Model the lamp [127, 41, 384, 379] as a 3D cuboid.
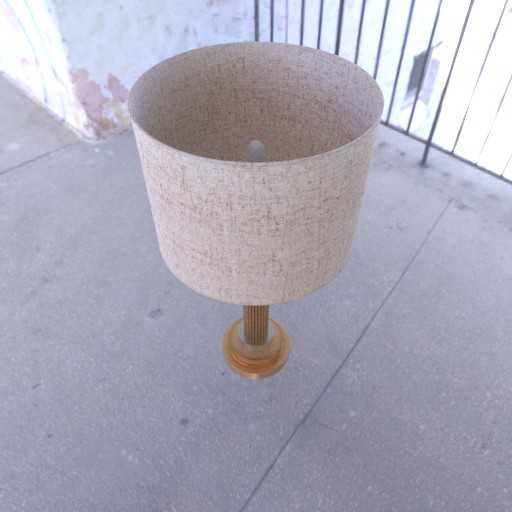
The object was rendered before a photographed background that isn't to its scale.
[{"bbox_3d":[0.000,0.000,0.785,0.321,0.610,0.321,-33,55,-27],"label":"lamp"}]
